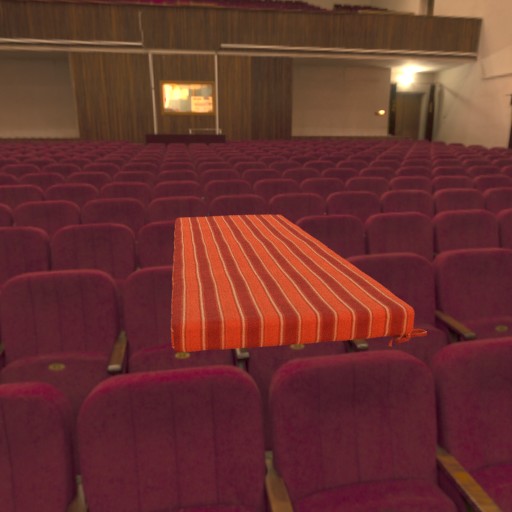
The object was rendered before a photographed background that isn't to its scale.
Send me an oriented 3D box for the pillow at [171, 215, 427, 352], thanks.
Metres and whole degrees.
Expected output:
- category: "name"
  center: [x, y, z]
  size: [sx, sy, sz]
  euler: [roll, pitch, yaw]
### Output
- category: "pillow"
  center: [0.000, 0.000, 1.346]
  size: [0.492, 0.081, 1.187]
  euler: [-2, 14, -9]
